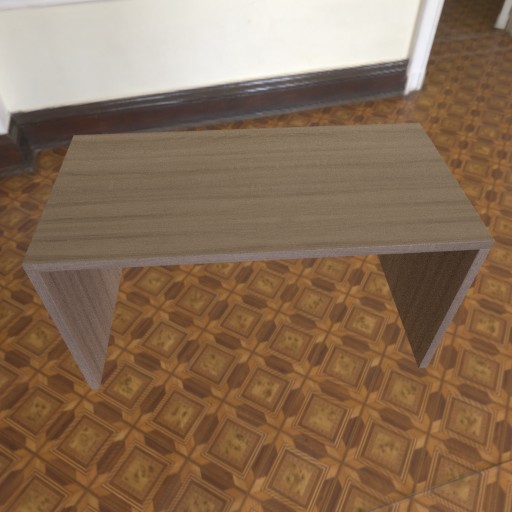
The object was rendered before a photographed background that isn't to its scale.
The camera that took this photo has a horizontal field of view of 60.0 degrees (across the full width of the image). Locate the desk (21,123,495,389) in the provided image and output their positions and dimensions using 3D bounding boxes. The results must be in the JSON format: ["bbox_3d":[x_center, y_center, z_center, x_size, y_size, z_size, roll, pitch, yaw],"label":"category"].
[{"bbox_3d":[0.000,0.000,1.794,1.380,0.745,0.690,-3,46,-3],"label":"desk"}]
